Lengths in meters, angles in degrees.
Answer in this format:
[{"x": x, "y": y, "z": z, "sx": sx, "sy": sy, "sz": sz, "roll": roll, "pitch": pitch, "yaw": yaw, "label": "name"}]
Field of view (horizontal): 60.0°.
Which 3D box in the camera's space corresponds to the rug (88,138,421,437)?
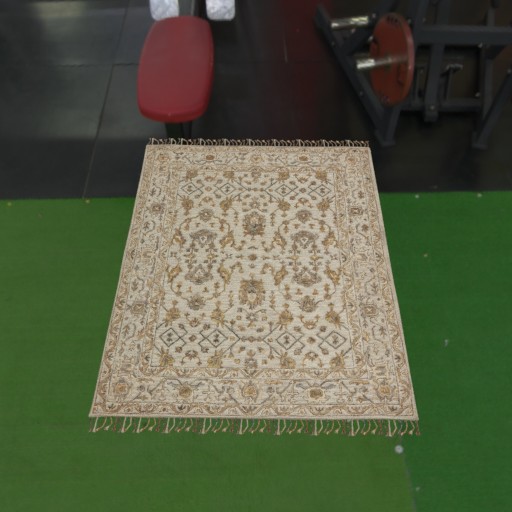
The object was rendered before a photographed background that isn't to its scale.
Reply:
[{"x": 0.000, "y": 0.000, "z": 4.013, "sx": 2.426, "sy": 0.034, "sz": 3.061, "roll": 1, "pitch": 57, "yaw": 0, "label": "rug"}]
